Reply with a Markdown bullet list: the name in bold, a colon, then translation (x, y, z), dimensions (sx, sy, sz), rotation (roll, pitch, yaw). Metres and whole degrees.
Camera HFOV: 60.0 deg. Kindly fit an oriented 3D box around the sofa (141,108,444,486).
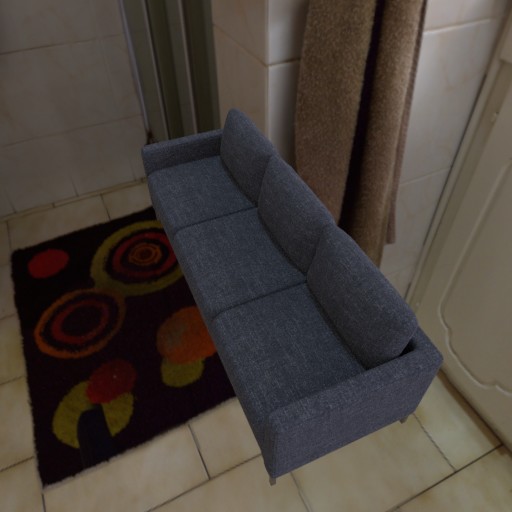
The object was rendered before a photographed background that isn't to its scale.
- **sofa**: translation (0.000, 0.000, 2.678), dimensions (0.859, 0.874, 2.218), rotation (-17, 48, -16)
